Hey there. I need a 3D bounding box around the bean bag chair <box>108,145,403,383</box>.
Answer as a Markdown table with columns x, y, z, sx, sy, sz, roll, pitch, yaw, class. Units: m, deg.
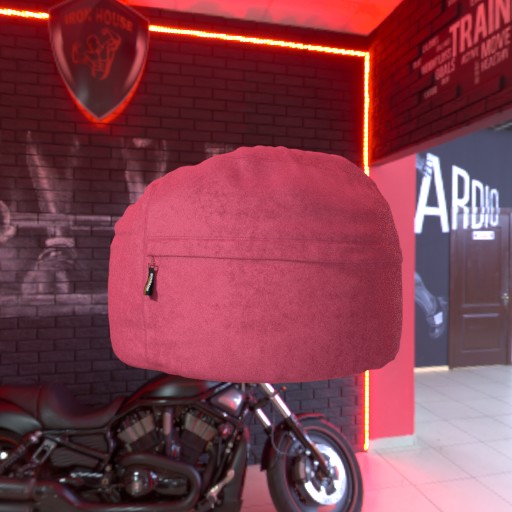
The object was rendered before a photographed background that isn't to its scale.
| x | y | z | sx | sy | sz | roll | pitch | yaw | class |
| --- | --- | --- | --- | --- | --- | --- | --- | --- | --- |
| 0.000 | 0.000 | 1.937 | 1.218 | 0.788 | 1.218 | 0 | 1 | 0 | bean bag chair |
